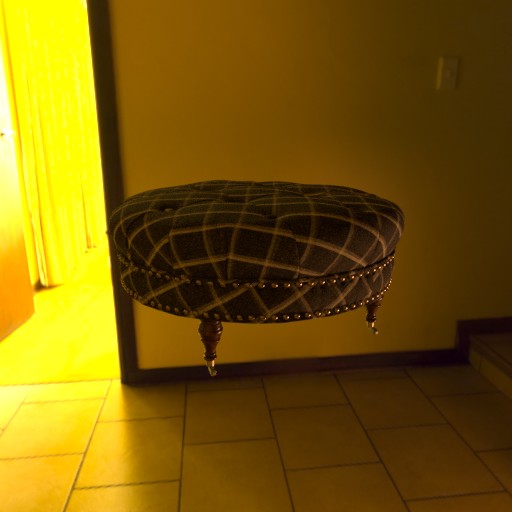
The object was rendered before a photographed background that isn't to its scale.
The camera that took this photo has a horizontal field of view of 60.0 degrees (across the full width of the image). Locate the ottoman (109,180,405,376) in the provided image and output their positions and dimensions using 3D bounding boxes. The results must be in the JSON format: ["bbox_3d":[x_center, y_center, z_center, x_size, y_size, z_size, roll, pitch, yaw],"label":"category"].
[{"bbox_3d":[0.000,0.000,1.437,0.901,0.439,0.901,0,16,0],"label":"ottoman"}]
